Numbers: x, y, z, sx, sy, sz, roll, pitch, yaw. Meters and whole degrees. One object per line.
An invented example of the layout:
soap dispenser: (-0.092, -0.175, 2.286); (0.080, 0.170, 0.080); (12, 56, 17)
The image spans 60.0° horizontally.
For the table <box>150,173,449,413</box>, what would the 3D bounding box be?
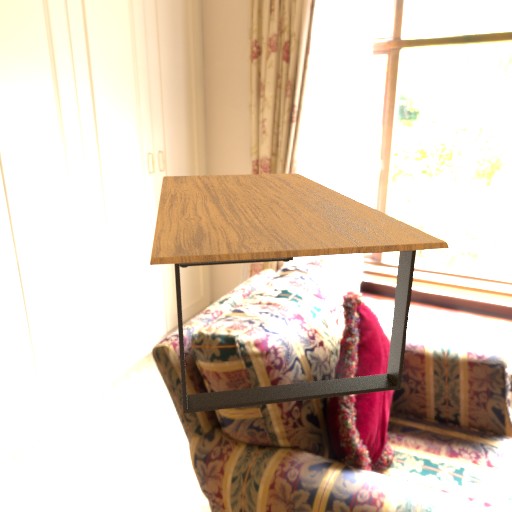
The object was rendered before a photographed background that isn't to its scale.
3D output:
table: (0.000, 0.000, 1.680); (0.693, 0.445, 1.331); (-3, 18, -10)
